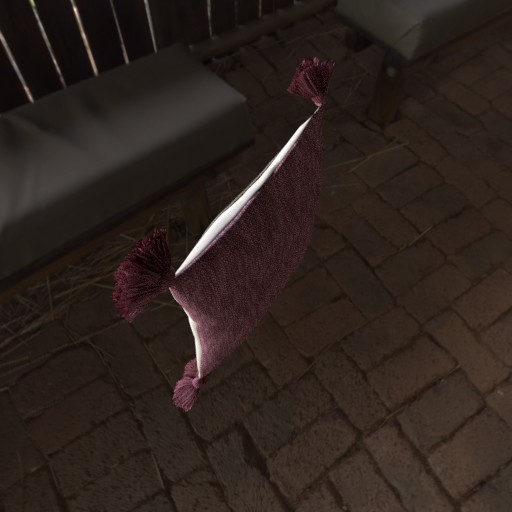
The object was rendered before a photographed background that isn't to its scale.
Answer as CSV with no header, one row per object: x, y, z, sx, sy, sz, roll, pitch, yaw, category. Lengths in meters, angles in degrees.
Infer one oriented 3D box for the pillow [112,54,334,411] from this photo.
0.000,0.000,0.956,0.138,0.659,0.641,29,63,17,pillow
